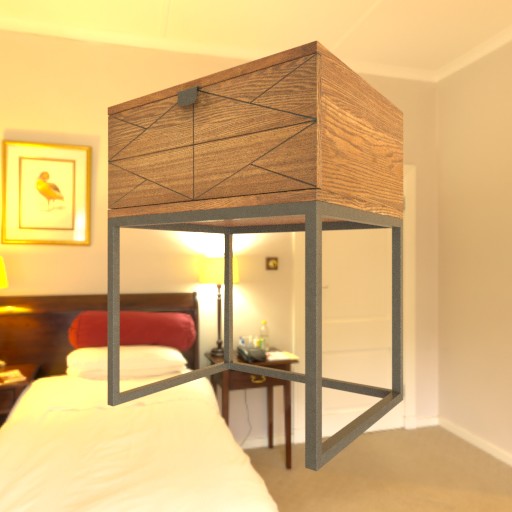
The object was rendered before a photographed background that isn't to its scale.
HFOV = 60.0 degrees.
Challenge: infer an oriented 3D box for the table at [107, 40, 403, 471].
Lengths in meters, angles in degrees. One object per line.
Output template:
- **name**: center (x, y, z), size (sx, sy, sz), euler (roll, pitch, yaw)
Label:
- **table**: center (0.000, 0.000, 0.918), size (0.482, 0.610, 0.400), euler (0, 0, 36)
